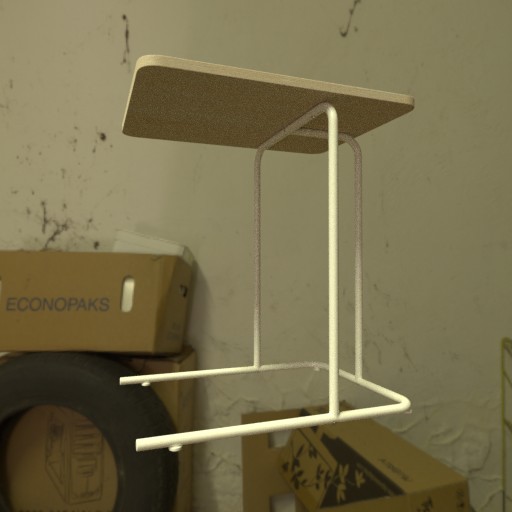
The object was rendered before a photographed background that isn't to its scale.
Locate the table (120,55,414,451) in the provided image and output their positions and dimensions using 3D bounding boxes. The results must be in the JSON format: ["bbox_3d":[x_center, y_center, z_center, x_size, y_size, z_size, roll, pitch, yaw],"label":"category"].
[{"bbox_3d":[0.000,0.000,0.858,0.480,0.550,0.370,0,-1,-21],"label":"table"}]
